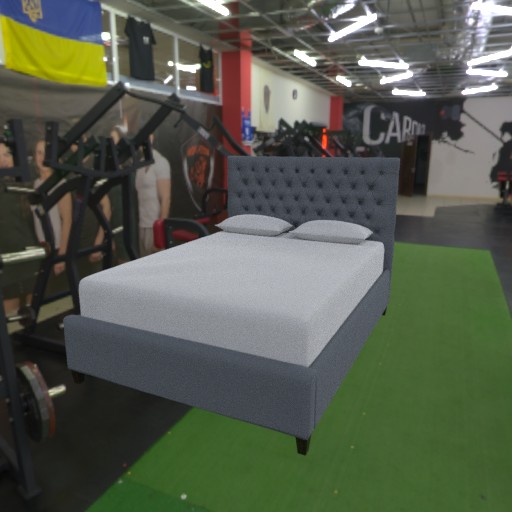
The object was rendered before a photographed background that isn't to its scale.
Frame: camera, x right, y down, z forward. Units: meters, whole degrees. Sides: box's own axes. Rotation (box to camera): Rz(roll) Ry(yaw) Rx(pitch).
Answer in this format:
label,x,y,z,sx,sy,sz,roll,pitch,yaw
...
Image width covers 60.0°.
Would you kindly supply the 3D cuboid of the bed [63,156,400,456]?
label,x,y,z,sx,sy,sz,roll,pitch,yaw
bed,0.000,0.000,3.366,1.698,1.427,2.231,7,16,25
